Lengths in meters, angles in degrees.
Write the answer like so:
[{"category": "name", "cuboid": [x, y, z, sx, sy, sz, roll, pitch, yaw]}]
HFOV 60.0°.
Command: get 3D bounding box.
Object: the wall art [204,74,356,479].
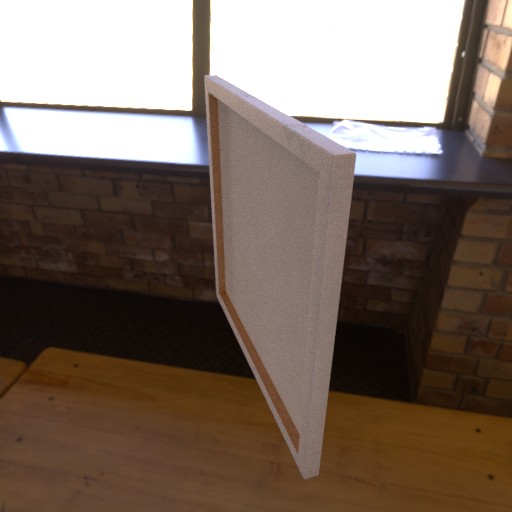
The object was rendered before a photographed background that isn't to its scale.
[{"category": "wall art", "cuboid": [0.000, 0.000, 1.135, 0.038, 0.762, 0.762, -10, 32, -17]}]
